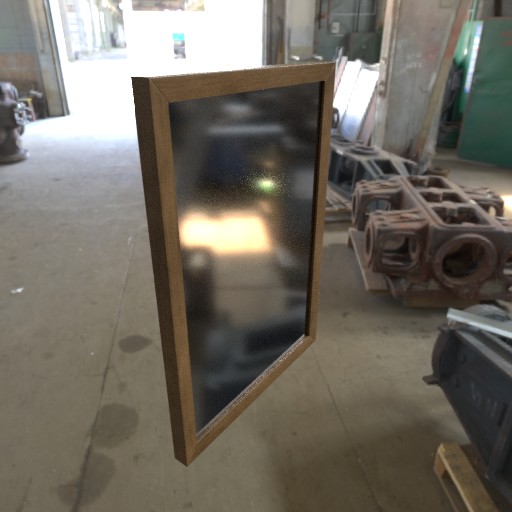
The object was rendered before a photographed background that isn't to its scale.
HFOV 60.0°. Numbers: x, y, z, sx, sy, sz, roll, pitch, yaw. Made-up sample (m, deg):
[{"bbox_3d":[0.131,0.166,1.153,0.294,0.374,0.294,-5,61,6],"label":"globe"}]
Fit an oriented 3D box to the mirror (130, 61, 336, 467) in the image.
[{"bbox_3d":[0.000,0.000,0.905,0.040,0.710,0.507,18,31,32],"label":"mirror"}]
